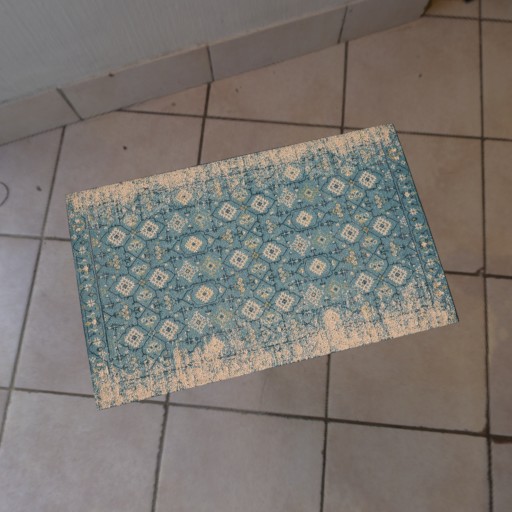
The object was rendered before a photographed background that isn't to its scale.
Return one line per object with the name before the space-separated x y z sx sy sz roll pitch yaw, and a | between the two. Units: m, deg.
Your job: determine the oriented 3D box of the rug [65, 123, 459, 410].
rug | 0.000 0.000 2.232 1.795 0.008 1.102 -13 77 -3
